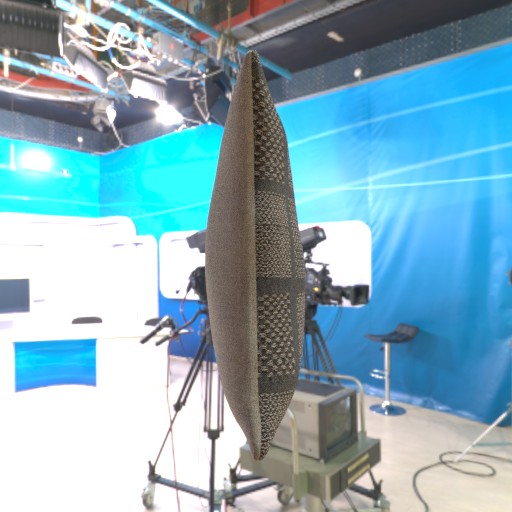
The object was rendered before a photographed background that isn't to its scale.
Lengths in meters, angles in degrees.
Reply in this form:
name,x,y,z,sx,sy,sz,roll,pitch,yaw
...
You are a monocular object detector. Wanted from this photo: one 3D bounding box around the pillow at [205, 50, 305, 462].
name,x,y,z,sx,sy,sz,roll,pitch,yaw
pillow,0.000,0.000,0.675,0.138,0.432,0.435,0,0,0
